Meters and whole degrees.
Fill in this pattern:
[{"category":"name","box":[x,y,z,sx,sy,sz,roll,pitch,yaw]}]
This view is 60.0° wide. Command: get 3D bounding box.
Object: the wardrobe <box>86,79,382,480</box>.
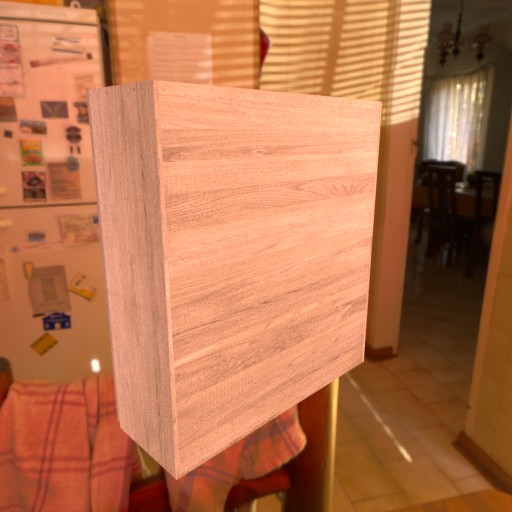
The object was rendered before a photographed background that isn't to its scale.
[{"category":"wardrobe","box":[0.000,0.000,2.872,1.780,1.960,0.629,-15,21,-43]}]
